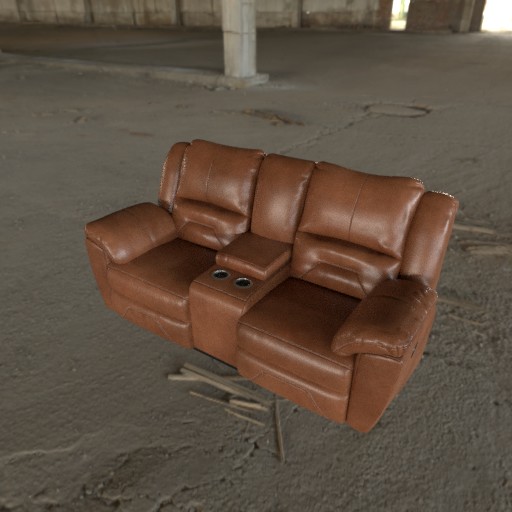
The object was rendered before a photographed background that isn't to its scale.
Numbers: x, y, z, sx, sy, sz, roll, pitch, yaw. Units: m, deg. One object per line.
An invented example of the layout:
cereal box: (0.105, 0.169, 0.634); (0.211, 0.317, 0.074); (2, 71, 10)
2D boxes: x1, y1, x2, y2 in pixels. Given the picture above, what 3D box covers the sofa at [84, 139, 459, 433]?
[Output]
sofa: (0.000, 0.000, 2.657); (2.058, 1.043, 0.991); (18, 34, 29)
